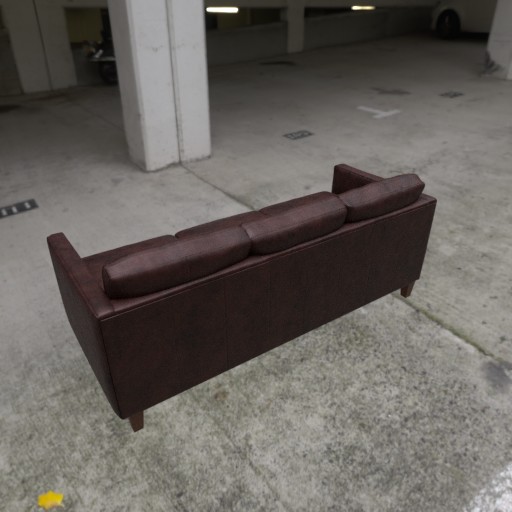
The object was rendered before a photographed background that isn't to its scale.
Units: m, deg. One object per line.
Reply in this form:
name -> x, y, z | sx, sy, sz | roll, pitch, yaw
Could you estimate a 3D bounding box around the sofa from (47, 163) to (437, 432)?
sofa -> 0.000, 0.000, 3.077 | 2.464, 1.006, 1.045 | -19, 35, -29
